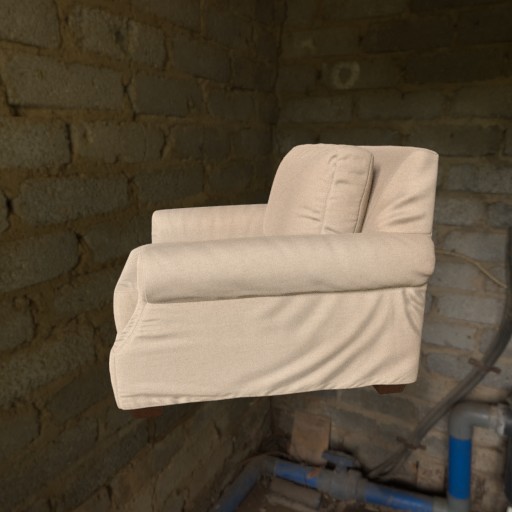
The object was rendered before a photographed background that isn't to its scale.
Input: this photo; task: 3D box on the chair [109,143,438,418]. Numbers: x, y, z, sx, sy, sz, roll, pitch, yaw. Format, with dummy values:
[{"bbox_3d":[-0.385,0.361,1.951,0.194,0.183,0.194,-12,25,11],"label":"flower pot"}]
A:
[{"bbox_3d":[0.000,0.000,1.758,1.066,0.866,0.940,-2,14,-10],"label":"chair"}]
